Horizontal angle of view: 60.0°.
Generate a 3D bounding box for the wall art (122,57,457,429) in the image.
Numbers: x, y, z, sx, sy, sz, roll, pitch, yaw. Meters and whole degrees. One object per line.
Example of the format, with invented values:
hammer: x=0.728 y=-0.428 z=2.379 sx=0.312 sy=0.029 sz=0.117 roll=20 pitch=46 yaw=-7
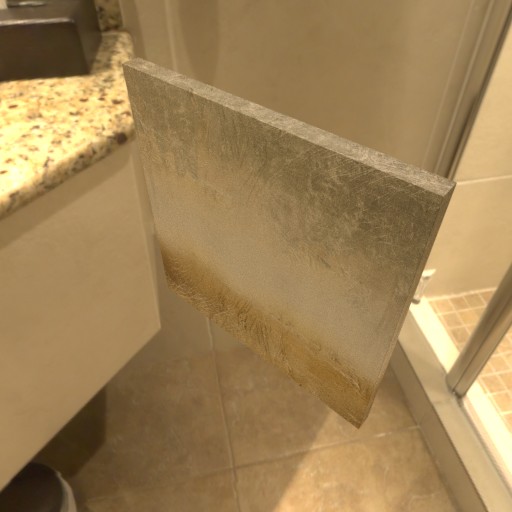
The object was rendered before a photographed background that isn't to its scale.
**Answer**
wall art: x=0.000 y=0.000 z=0.880 sx=0.610 sy=0.610 sz=0.038 roll=31 pitch=52 yaw=28
